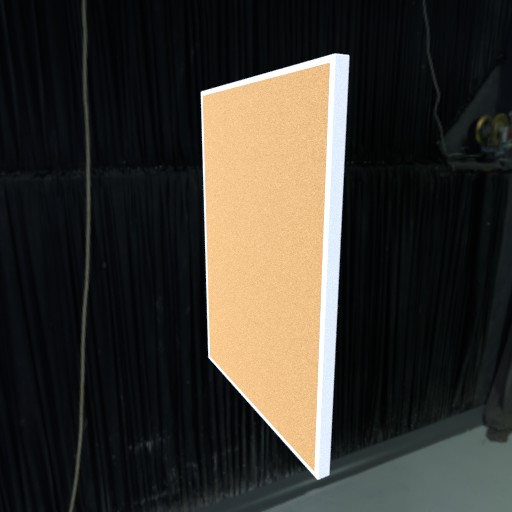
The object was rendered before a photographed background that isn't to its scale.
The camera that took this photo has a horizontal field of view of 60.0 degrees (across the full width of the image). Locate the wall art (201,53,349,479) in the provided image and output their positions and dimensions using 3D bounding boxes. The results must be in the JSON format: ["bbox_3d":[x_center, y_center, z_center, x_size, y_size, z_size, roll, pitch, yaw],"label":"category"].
[{"bbox_3d":[0.000,0.000,1.624,0.046,1.221,0.914,-7,16,-27],"label":"wall art"}]
